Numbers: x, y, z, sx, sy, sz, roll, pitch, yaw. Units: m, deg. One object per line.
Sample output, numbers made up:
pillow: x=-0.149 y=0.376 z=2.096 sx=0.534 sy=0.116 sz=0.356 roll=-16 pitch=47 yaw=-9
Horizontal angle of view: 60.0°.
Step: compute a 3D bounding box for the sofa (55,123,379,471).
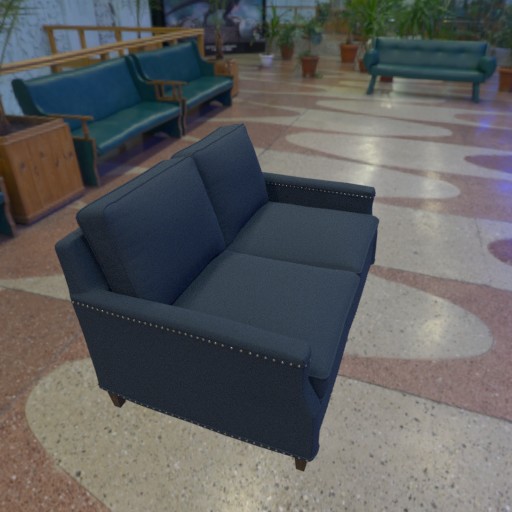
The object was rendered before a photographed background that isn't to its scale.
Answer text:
sofa: x=0.000 y=0.000 z=2.277 sx=1.084 sy=1.003 sz=1.597 roll=11 pitch=33 yaw=18
